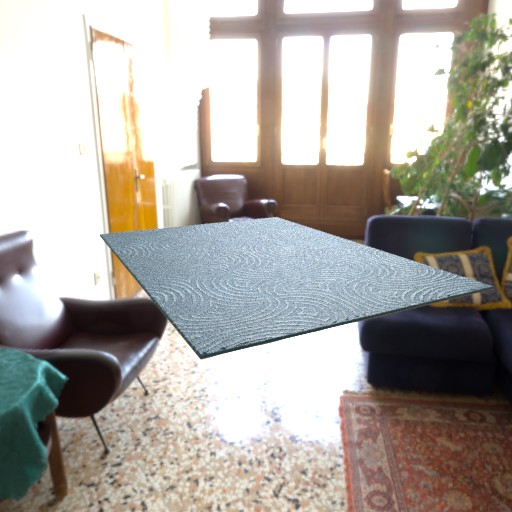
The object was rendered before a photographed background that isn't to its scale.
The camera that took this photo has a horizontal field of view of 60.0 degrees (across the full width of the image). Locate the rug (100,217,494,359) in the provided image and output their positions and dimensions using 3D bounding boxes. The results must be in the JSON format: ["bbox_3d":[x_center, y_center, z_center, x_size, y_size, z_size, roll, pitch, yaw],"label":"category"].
[{"bbox_3d":[0.000,0.000,2.767,1.543,0.015,2.144,-8,17,-26],"label":"rug"}]
